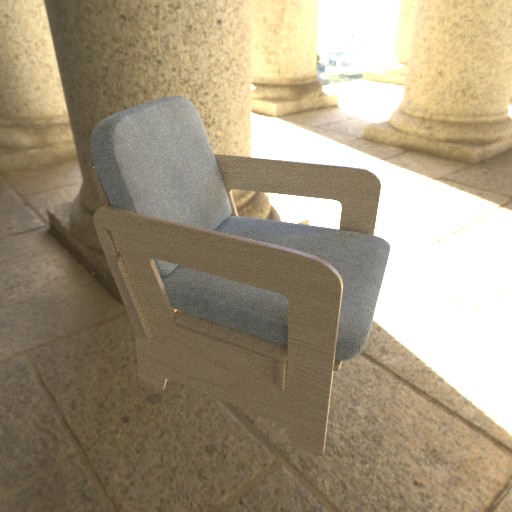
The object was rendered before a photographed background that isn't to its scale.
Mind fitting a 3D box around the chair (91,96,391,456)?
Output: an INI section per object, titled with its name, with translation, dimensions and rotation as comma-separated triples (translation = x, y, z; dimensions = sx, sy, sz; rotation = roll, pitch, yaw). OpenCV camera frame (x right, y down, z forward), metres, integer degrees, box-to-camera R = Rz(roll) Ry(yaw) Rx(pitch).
[chair]
translation = 0.000, 0.000, 1.270
dimensions = 0.710, 0.800, 0.590
rotation = 11, 32, 18
